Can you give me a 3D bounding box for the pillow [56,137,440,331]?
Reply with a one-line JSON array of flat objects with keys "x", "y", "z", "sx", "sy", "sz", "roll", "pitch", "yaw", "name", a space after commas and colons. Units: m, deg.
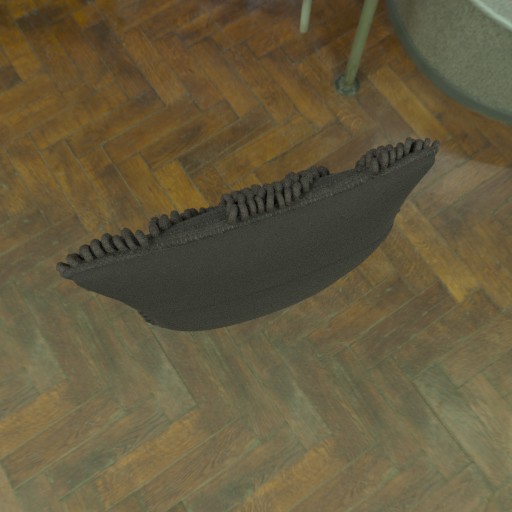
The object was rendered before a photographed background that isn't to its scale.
[{"x": 0.000, "y": 0.000, "z": 0.718, "sx": 0.470, "sy": 0.467, "sz": 0.172, "roll": -19, "pitch": 75, "yaw": -5, "name": "pillow"}]
